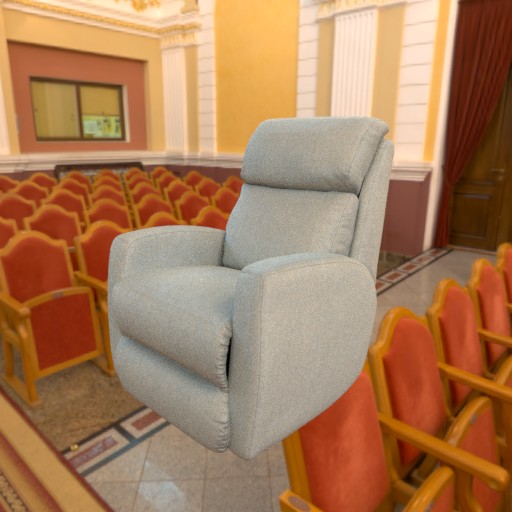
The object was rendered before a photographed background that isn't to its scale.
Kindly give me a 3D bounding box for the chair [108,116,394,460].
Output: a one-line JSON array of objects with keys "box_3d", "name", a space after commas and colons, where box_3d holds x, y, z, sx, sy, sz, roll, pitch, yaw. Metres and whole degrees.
[{"box_3d": [0.000, 0.000, 1.672, 0.794, 1.016, 0.940, 14, 21, 41], "name": "chair"}]
